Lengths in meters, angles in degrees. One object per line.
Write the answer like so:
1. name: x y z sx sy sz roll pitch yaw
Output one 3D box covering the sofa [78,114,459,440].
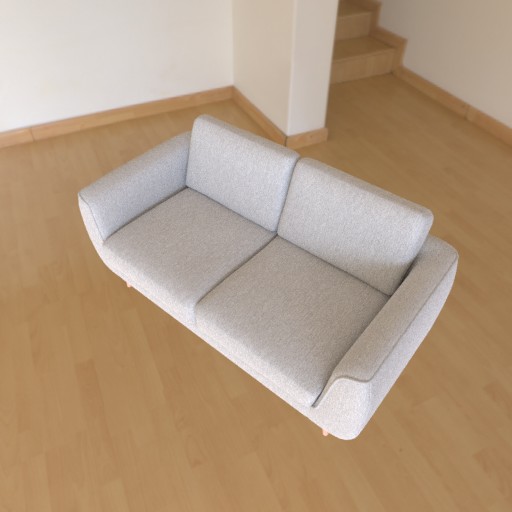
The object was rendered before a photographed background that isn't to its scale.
1. sofa: 0.000 0.000 2.213 1.700 0.850 0.920 30 53 27
